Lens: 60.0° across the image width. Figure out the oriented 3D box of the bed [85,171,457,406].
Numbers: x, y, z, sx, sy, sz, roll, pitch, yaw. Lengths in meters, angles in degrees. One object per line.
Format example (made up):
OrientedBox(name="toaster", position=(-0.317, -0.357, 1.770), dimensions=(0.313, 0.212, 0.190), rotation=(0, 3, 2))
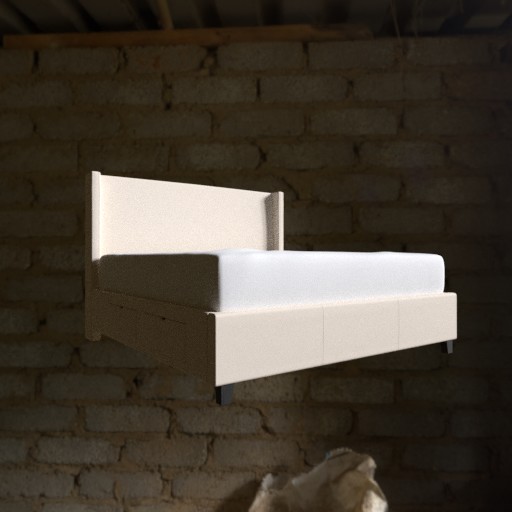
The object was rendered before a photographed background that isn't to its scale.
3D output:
OrientedBox(name="bed", position=(0.000, 0.000, 3.671), dimensions=(2.145, 1.471, 2.293), rotation=(0, 0, -36))
